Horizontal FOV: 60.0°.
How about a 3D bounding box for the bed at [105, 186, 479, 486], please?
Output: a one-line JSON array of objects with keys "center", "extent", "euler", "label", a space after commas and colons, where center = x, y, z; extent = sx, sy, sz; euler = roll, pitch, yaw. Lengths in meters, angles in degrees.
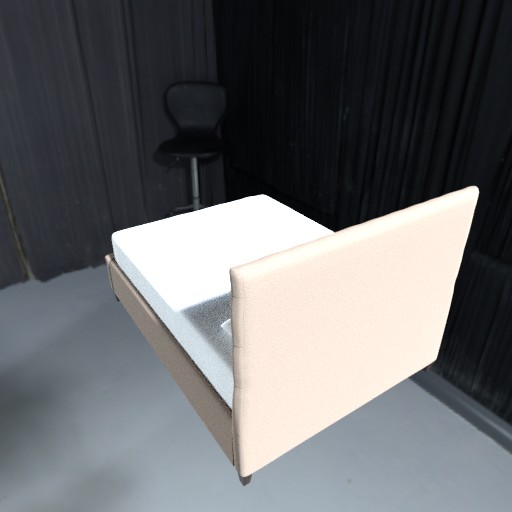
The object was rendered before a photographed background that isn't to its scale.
[{"center": [0.000, 0.000, 3.311], "extent": [1.696, 1.426, 2.233], "euler": [-18, 35, -29], "label": "bed"}]
